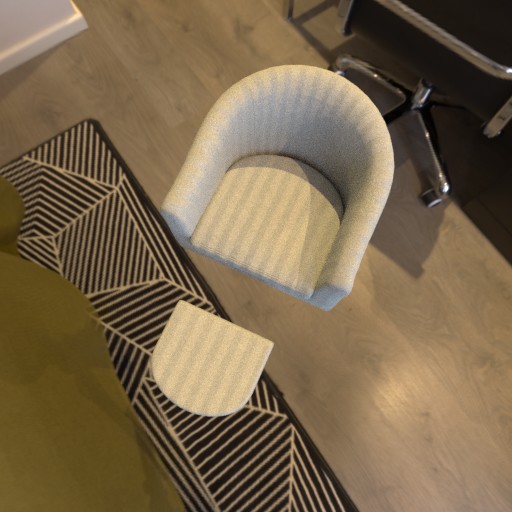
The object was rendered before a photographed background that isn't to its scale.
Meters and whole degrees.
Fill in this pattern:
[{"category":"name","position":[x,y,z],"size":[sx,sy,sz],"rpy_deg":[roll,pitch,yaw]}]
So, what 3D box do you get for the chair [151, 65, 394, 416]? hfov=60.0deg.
[{"category":"chair","position":[0.000,0.000,1.778],"size":[0.756,0.757,1.288],"rpy_deg":[24,75,7]}]
